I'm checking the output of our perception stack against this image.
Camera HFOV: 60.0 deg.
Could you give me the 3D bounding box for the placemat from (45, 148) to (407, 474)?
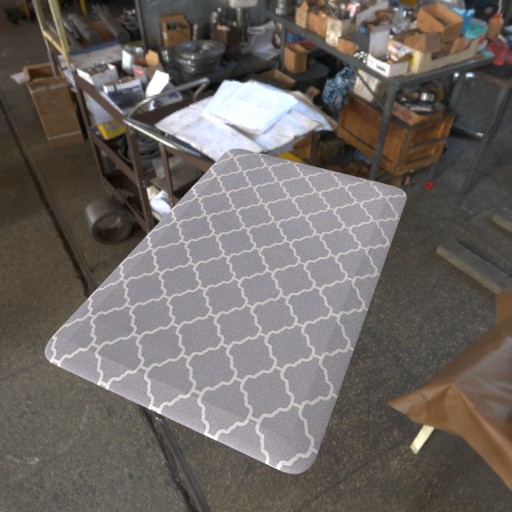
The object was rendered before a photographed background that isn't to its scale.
[{"bbox_3d":[0.000,0.000,0.947,0.508,0.021,0.762,18,48,17],"label":"placemat"}]
